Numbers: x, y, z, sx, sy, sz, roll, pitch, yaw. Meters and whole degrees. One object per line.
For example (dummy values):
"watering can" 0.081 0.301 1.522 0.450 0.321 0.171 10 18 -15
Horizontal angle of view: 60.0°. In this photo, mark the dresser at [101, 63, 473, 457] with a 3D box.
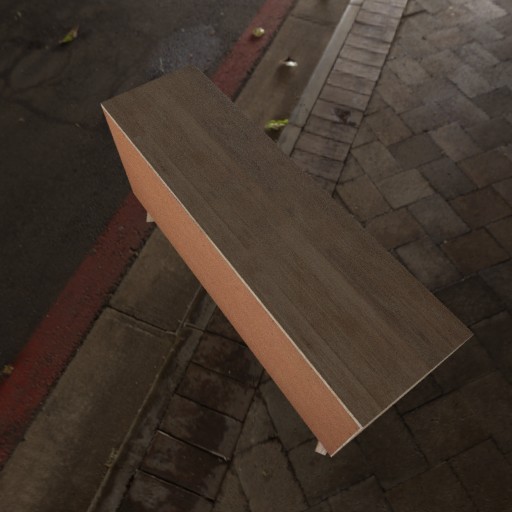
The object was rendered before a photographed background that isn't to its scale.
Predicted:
"dresser" 0.000 0.000 1.935 0.455 0.788 1.602 -32 64 -18
